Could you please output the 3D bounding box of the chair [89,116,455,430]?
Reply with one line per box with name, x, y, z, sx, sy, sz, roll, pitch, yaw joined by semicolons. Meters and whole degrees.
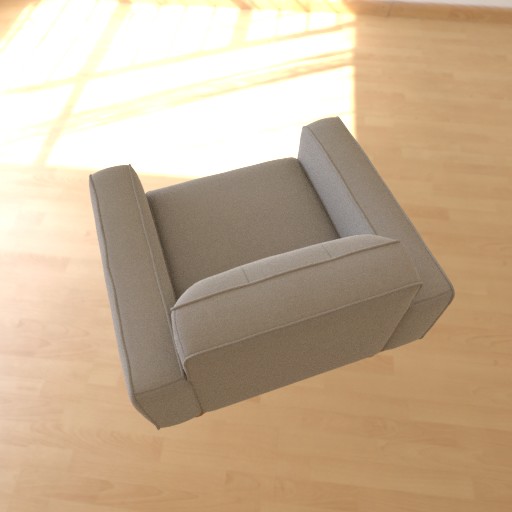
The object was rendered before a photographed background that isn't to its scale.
chair;0.000;0.000;1.735;1.115;0.779;0.953;-16;58;-10
